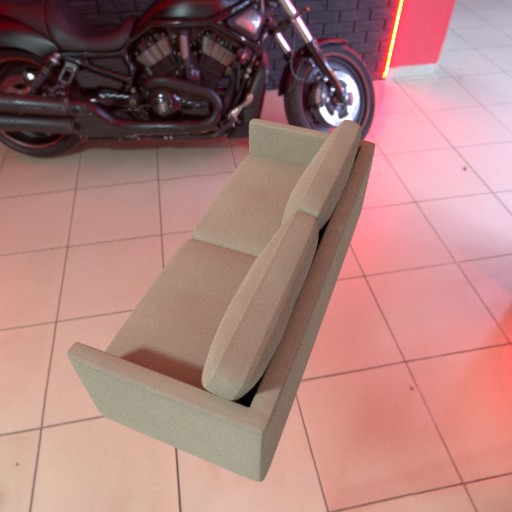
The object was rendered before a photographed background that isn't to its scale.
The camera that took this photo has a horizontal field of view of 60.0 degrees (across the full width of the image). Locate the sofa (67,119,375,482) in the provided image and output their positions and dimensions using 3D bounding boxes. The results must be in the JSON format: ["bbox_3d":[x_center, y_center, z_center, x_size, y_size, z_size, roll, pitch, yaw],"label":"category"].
[{"bbox_3d":[0.000,0.000,2.656,0.948,0.932,2.181,16,48,15],"label":"sofa"}]
